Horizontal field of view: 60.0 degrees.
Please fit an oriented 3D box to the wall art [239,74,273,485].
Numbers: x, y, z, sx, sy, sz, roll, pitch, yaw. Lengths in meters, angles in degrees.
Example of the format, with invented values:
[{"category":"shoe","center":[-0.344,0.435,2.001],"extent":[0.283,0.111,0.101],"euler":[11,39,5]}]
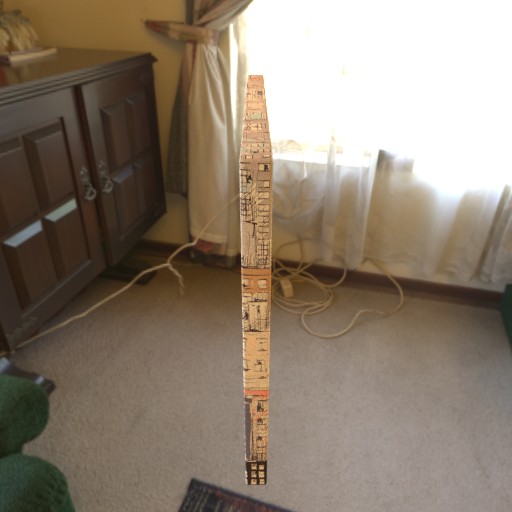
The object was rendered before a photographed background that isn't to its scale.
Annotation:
[{"category":"wall art","center":[0.000,0.000,0.909],"extent":[0.038,0.608,0.607],"euler":[0,31,0]}]
